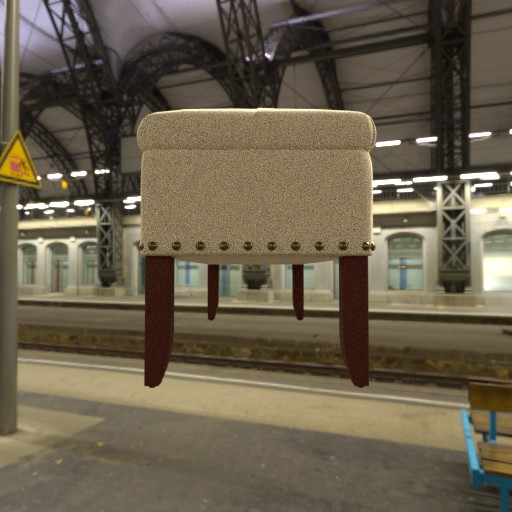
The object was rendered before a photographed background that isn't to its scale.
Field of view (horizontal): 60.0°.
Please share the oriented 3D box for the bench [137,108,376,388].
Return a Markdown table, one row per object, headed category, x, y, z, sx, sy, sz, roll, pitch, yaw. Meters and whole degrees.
| category | x | y | z | sx | sy | sz | roll | pitch | yaw |
| --- | --- | --- | --- | --- | --- | --- | --- | --- | --- |
| bench | 0.000 | 0.000 | 1.234 | 0.400 | 0.470 | 1.054 | 0 | -2 | 0 |
